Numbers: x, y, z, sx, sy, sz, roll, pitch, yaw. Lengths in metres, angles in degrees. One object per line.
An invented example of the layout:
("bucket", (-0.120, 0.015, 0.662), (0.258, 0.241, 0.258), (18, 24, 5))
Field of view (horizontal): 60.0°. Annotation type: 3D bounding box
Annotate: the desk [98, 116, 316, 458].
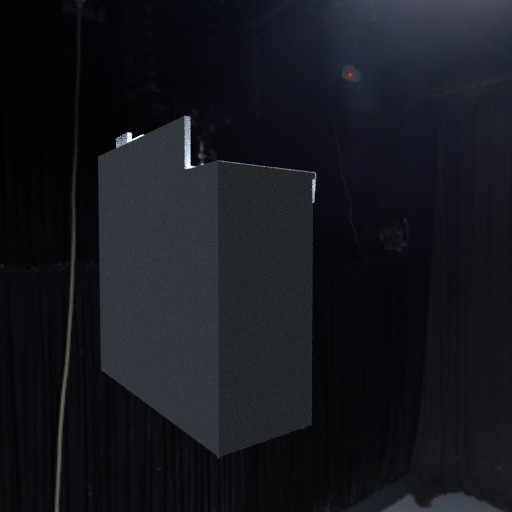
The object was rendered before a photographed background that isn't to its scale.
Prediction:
("desk", (0.000, 0.000, 1.768), (0.940, 0.986, 0.940), (-2, 3, -37))
